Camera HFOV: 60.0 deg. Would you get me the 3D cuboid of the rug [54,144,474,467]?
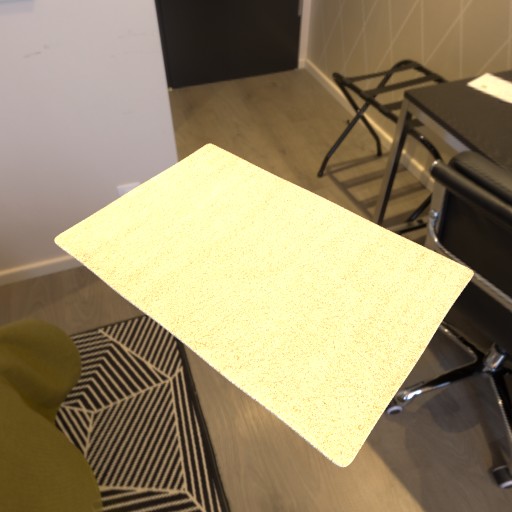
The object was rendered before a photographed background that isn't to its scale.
[{"bbox_3d":[0.000,0.000,3.379,2.698,0.025,1.798,31,54,26],"label":"rug"}]
